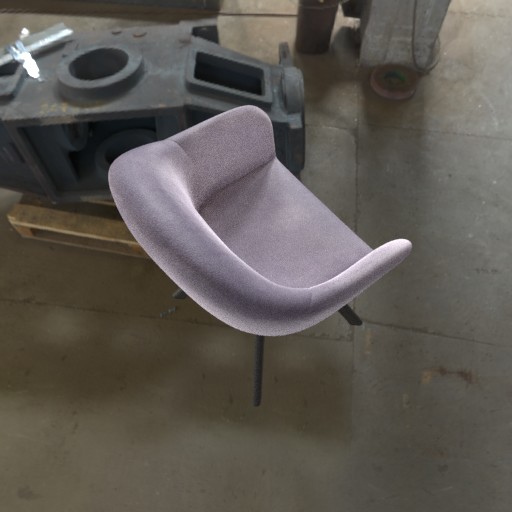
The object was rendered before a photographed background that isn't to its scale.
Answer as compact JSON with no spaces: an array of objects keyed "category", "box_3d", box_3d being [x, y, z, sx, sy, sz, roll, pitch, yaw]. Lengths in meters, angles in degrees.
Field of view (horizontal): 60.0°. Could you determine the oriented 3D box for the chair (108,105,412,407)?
[{"category":"chair","box_3d":[0.000,0.000,1.153,0.540,0.780,0.570,-33,65,-18]}]
